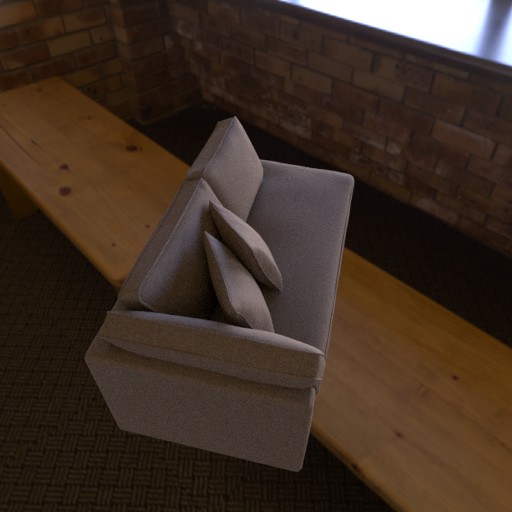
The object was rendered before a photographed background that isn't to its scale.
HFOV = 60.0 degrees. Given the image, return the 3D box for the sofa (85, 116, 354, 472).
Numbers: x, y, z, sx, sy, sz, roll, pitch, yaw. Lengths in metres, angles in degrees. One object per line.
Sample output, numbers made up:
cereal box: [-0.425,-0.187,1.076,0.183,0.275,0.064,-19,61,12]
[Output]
sofa: [0.000,0.000,2.898,1.110,1.033,2.237,10,46,10]
